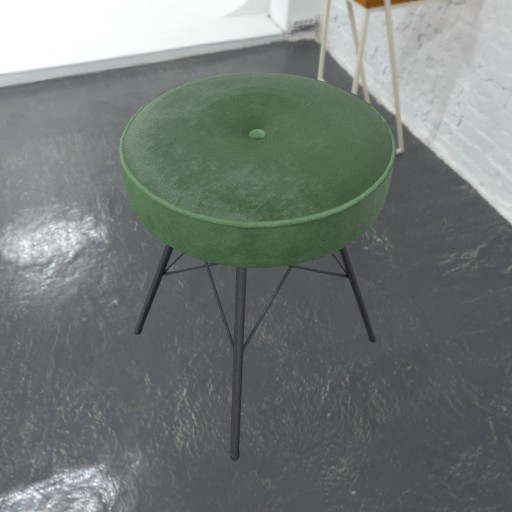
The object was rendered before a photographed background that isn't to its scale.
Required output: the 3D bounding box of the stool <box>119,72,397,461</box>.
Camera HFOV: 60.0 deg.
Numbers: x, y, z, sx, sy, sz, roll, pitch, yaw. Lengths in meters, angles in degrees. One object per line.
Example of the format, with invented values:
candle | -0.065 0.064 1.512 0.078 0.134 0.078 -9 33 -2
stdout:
stool | 0.000 0.000 0.895 0.457 0.595 0.430 -31 54 -26
